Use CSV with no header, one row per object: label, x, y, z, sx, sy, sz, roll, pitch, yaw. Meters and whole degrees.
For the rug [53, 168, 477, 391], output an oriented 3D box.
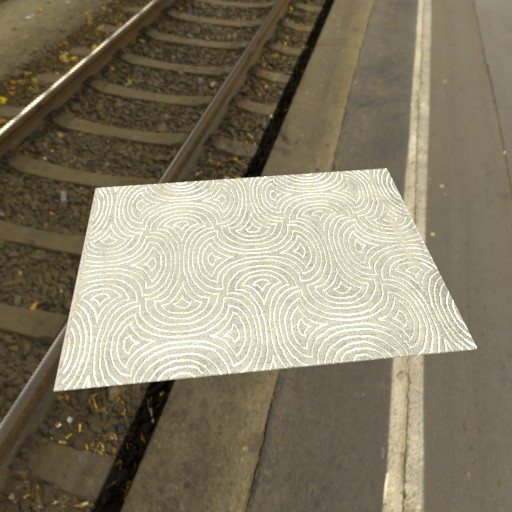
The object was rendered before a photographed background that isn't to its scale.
rug,0.000,0.000,2.738,2.144,0.015,1.543,-5,48,-4
